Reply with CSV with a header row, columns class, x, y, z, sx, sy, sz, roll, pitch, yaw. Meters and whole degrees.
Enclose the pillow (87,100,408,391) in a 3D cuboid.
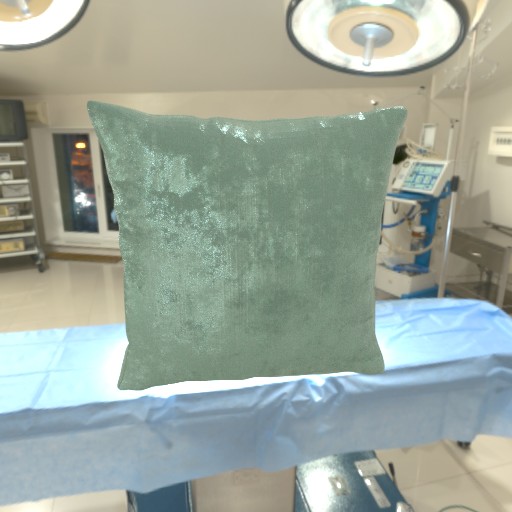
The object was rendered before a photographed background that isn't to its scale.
class,x,y,z,sx,sy,sz,roll,pitch,yaw
pillow,0.000,0.000,0.707,0.470,0.464,0.175,-2,16,-8
